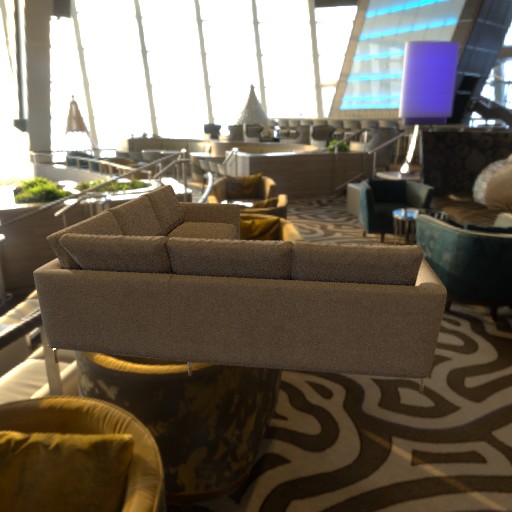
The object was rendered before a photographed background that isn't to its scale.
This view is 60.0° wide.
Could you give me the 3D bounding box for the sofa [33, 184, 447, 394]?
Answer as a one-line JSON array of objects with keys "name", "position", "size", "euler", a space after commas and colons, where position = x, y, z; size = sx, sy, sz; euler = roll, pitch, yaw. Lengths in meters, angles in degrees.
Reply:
[{"name": "sofa", "position": [0.000, 0.000, 3.695], "size": [2.438, 0.864, 2.438], "euler": [2, 17, 8]}]
